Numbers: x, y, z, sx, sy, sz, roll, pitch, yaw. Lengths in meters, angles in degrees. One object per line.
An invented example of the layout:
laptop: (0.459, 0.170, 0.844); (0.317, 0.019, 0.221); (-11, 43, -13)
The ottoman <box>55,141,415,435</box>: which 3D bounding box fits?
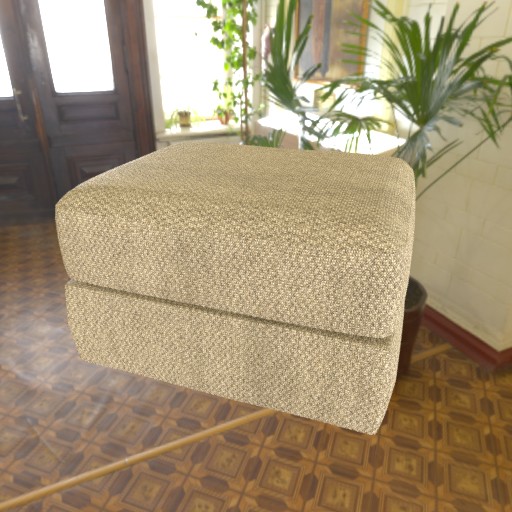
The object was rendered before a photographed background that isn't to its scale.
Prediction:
ottoman: (0.000, 0.000, 1.134); (0.751, 0.476, 0.603); (9, 27, 17)
